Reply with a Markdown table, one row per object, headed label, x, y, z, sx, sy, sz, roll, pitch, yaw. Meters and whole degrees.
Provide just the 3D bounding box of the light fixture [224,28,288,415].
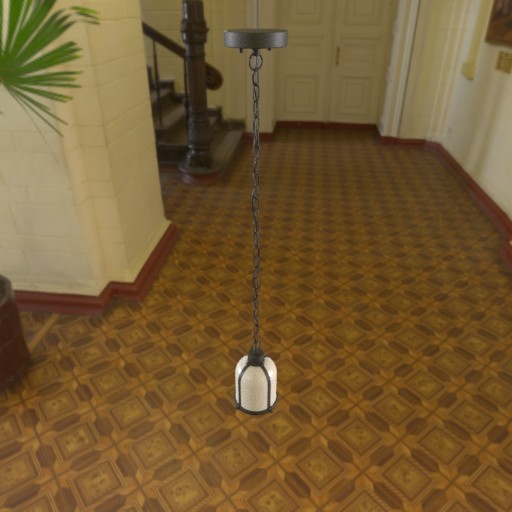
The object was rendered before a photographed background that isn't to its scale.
| label | x | y | z | sx | sy | sz | roll | pitch | yaw |
| --- | --- | --- | --- | --- | --- | --- | --- | --- | --- |
| light fixture | 0.000 | 0.000 | 1.300 | 0.178 | 1.181 | 0.178 | -22 | 37 | -33 |
